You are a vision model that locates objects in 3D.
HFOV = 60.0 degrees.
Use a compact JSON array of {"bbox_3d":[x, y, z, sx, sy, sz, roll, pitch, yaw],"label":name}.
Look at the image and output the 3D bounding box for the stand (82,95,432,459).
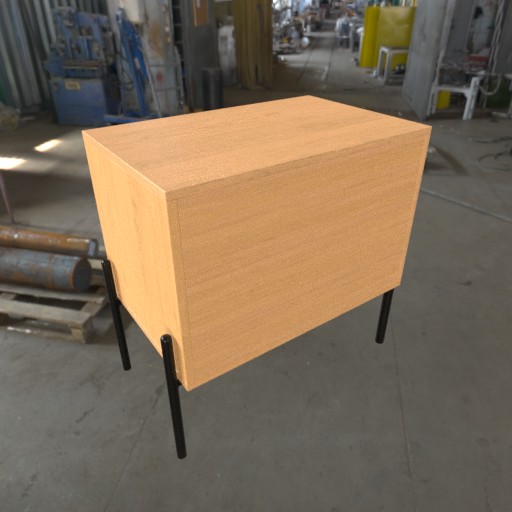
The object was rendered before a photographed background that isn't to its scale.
[{"bbox_3d":[0.000,0.000,1.038,0.630,0.600,0.400,-20,36,-30],"label":"stand"}]
